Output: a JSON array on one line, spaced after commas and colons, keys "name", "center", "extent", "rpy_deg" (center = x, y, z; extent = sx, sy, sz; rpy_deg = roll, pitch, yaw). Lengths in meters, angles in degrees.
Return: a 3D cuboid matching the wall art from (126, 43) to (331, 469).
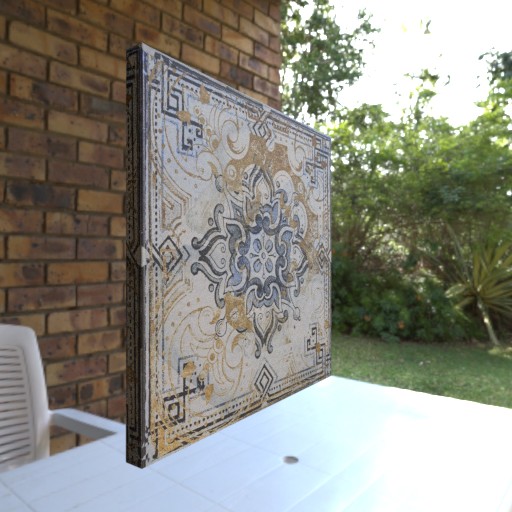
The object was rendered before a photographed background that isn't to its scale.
[{"name": "wall art", "center": [0.000, 0.000, 0.887], "extent": [0.036, 0.607, 0.609], "rpy_deg": [0, 0, 36]}]
